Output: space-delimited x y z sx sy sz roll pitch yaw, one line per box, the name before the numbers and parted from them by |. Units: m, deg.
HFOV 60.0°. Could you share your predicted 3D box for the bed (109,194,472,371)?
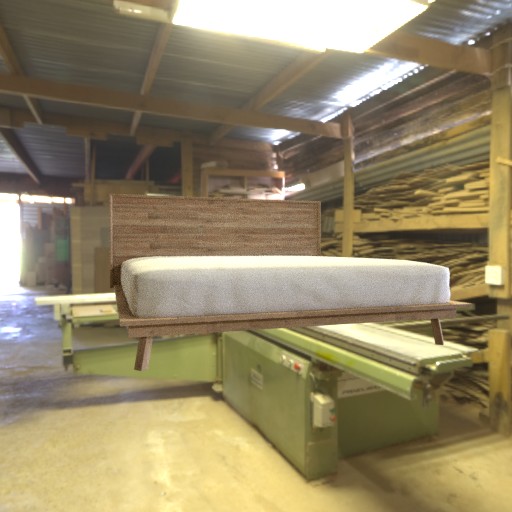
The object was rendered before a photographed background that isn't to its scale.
bed | 0.000 0.000 3.394 2.116 1.100 2.167 0 1 -18
